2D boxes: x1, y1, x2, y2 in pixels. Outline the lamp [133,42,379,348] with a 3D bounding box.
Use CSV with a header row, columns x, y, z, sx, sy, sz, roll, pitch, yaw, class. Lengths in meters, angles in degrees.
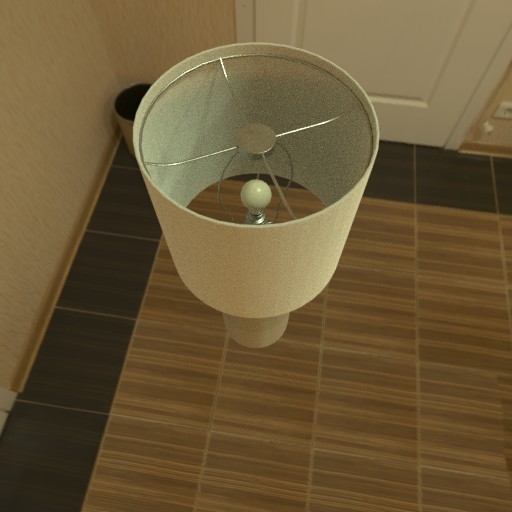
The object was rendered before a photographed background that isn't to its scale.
x,y,z,sx,sy,sz,roll,pitch,yaw,class
0.000,0.000,0.601,0.212,0.493,0.212,-18,64,-9,lamp
